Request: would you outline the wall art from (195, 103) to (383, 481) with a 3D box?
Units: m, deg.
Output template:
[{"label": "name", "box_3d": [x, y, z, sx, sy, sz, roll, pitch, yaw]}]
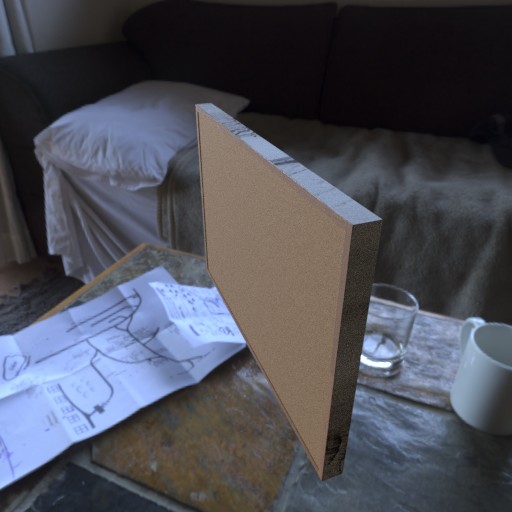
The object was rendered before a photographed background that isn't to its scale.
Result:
[{"label": "wall art", "box_3d": [0.000, 0.000, 0.784, 0.035, 0.407, 0.613, -11, 32, -18]}]
